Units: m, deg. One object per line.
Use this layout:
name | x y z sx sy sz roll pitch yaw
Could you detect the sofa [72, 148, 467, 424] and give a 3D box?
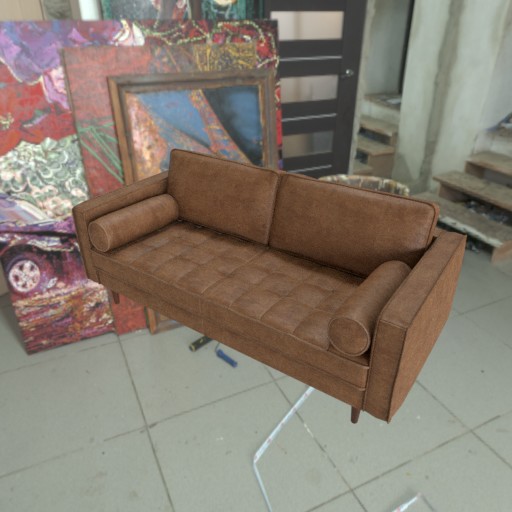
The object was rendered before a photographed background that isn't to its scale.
sofa | 0.000 0.000 2.398 1.920 0.825 0.924 19 34 30
